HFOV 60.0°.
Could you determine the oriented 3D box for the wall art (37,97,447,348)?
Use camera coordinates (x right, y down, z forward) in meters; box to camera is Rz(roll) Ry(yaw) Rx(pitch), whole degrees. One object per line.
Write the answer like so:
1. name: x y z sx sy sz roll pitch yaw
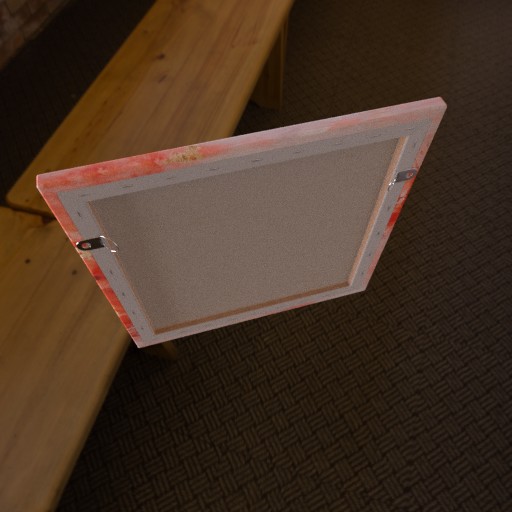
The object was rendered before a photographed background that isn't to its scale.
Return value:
1. wall art: 0.000 0.000 1.286 0.878 0.878 0.066 -13 59 -8
